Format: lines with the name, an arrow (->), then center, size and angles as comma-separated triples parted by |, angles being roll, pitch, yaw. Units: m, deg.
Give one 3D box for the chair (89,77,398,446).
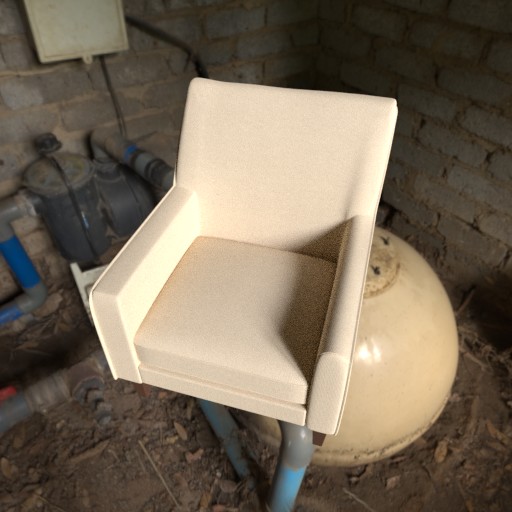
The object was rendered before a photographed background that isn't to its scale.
chair -> 0.000, 0.000, 1.588 | 0.780, 0.919, 0.899 | 11, 42, 12
